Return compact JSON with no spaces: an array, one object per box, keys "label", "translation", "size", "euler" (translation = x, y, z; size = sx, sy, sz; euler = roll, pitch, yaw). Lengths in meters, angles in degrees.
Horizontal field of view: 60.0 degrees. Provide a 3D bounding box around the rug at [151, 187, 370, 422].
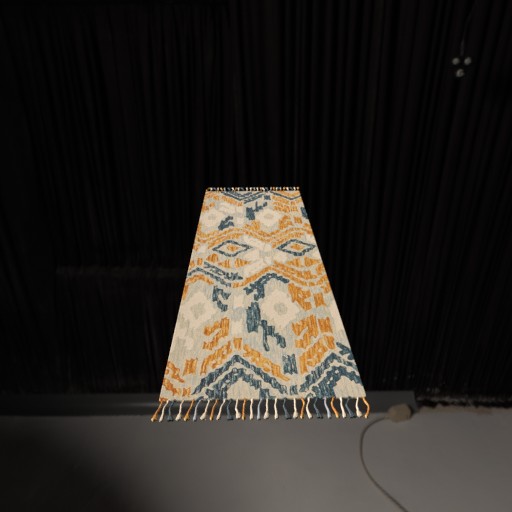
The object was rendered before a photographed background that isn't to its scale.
[{"label":"rug","translation":[0.000,0.000,2.610],"size":[0.783,0.010,2.437],"euler":[-1,28,-1]}]
